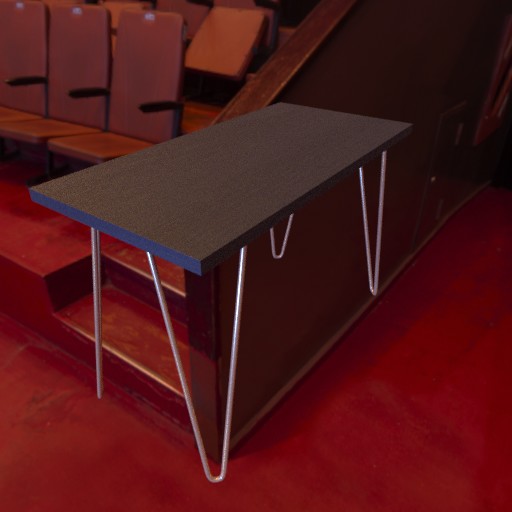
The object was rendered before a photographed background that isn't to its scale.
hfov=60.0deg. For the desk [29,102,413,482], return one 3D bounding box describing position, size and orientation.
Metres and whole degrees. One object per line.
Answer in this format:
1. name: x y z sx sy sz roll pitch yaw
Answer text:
1. desk: 0.000 0.000 1.350 0.499 0.660 0.991 21 37 30
